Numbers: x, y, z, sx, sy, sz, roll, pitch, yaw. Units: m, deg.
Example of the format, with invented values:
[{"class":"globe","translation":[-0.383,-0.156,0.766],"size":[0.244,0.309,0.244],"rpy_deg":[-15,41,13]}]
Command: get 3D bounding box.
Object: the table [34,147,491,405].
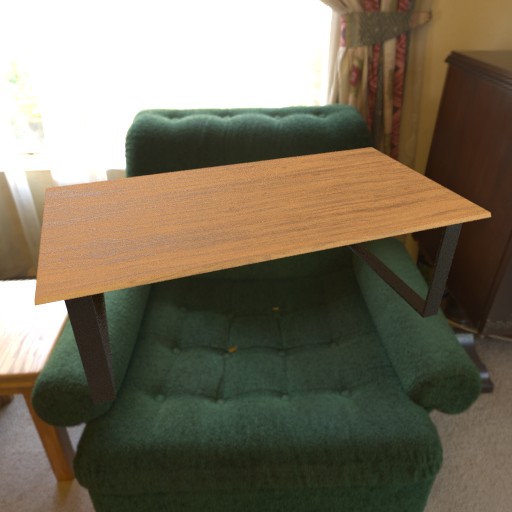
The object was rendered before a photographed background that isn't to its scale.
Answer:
[{"class":"table","translation":[0.000,0.000,1.597],"size":[1.331,0.445,0.693],"rpy_deg":[-11,33,-17]}]
